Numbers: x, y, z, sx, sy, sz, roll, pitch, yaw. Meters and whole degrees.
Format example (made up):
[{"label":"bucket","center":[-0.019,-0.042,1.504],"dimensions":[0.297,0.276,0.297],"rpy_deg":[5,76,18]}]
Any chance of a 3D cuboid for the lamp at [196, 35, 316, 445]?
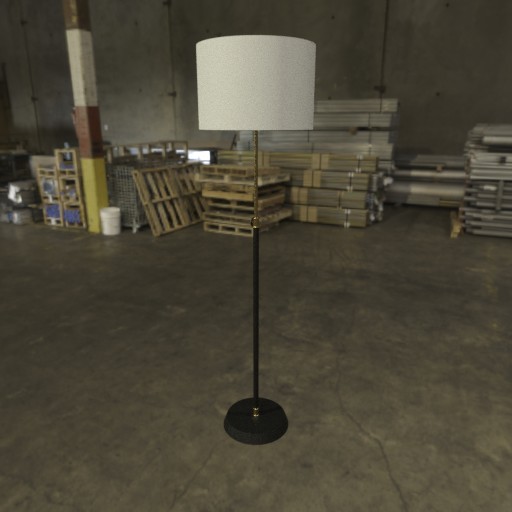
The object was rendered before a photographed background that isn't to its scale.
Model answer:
[{"label":"lamp","center":[0.000,0.000,1.718],"dimensions":[0.404,1.517,0.404],"rpy_deg":[8,18,24]}]
